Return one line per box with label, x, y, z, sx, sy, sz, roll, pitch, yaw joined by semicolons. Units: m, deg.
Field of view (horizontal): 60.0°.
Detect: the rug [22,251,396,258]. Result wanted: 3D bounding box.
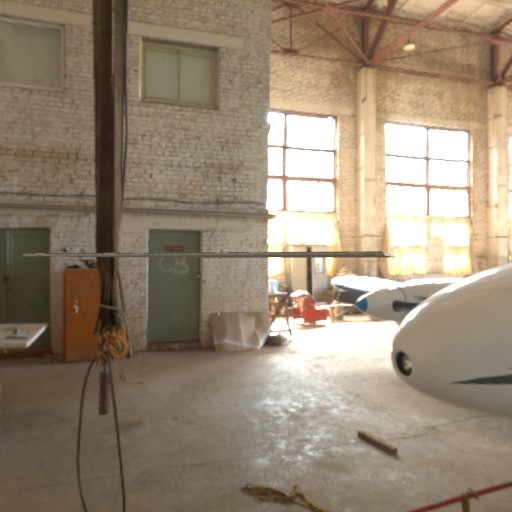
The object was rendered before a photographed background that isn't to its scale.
rug;0.000;0.000;4.181;2.466;0.021;3.049;0;0;19
